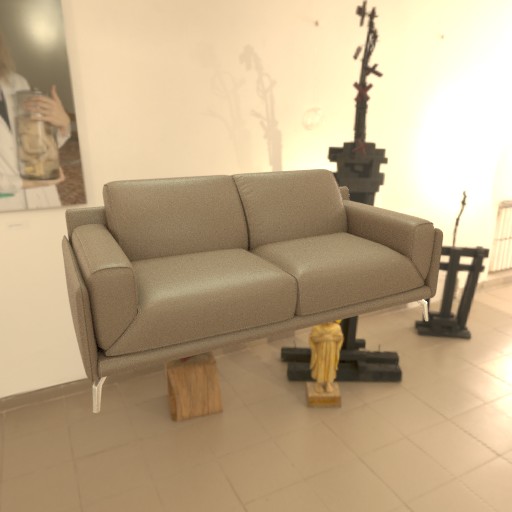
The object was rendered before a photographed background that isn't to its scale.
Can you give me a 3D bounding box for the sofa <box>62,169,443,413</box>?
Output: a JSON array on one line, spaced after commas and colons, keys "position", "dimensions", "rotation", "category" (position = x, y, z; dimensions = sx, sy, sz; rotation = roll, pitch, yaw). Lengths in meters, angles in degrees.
[{"position": [0.000, 0.000, 2.643], "dimensions": [2.101, 0.930, 1.049], "rotation": [-9, 19, -26], "category": "sofa"}]
